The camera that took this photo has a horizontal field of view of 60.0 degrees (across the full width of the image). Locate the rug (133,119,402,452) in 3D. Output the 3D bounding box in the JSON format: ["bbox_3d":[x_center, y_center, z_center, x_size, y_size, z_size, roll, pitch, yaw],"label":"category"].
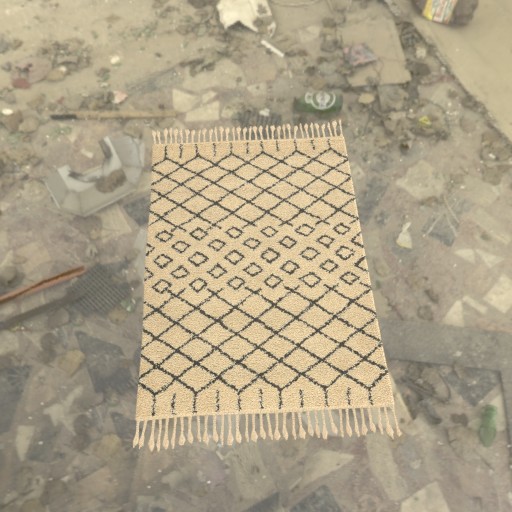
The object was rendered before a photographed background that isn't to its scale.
[{"bbox_3d":[0.000,0.000,3.294,1.664,0.029,2.615,-3,63,-1],"label":"rug"}]
